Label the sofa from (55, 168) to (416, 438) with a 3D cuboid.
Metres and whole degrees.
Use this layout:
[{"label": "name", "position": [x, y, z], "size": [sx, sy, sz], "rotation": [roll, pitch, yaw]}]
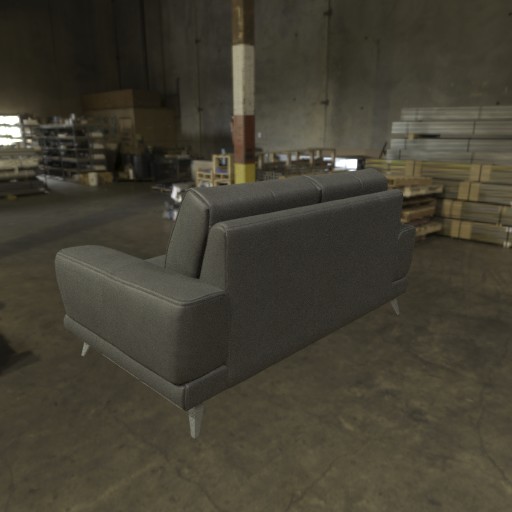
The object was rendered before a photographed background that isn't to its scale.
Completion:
[{"label": "sofa", "position": [0.000, 0.000, 2.415], "size": [1.018, 0.907, 1.806], "rotation": [15, 21, 42]}]
